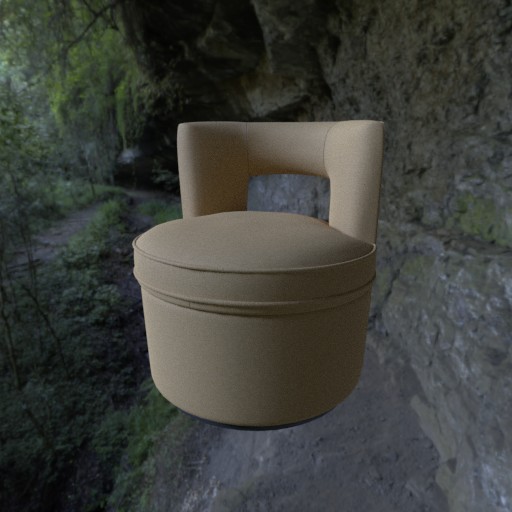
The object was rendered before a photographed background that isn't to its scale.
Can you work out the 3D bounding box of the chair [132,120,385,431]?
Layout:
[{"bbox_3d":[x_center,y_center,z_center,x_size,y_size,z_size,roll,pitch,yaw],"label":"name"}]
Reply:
[{"bbox_3d":[0.000,0.000,1.228,0.650,0.723,0.665,7,17,25],"label":"chair"}]
